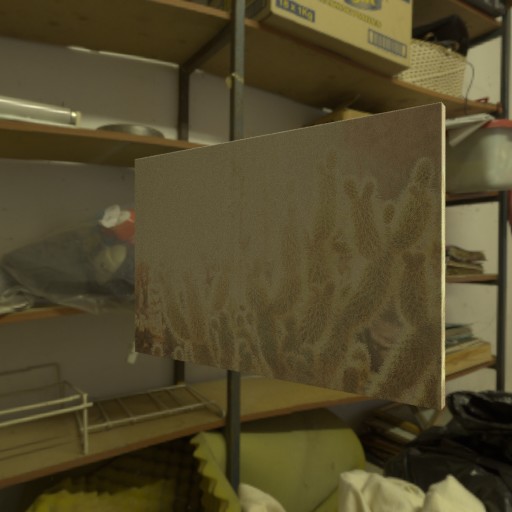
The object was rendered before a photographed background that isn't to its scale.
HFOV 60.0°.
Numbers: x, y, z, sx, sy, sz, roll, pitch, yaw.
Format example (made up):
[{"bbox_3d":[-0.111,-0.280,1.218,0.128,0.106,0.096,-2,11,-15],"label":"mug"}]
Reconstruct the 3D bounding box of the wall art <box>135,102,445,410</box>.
[{"bbox_3d":[0.000,0.000,1.433,1.142,0.758,0.041,0,0,35],"label":"wall art"}]
